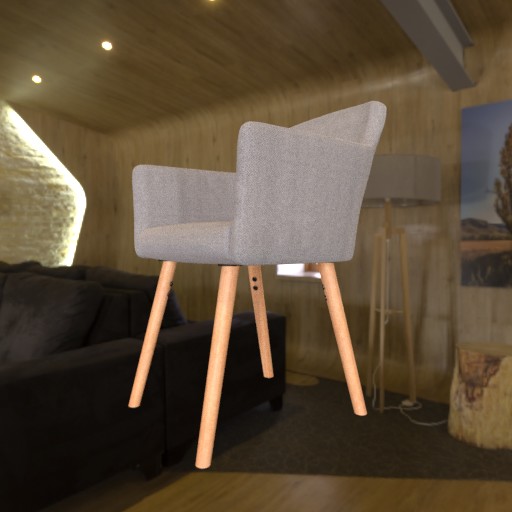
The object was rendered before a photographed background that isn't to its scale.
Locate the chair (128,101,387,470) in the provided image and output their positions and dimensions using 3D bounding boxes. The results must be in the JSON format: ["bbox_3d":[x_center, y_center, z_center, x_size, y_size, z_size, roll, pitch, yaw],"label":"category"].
[{"bbox_3d":[0.000,0.000,1.130,0.540,0.780,0.570,-1,2,-35],"label":"chair"}]
